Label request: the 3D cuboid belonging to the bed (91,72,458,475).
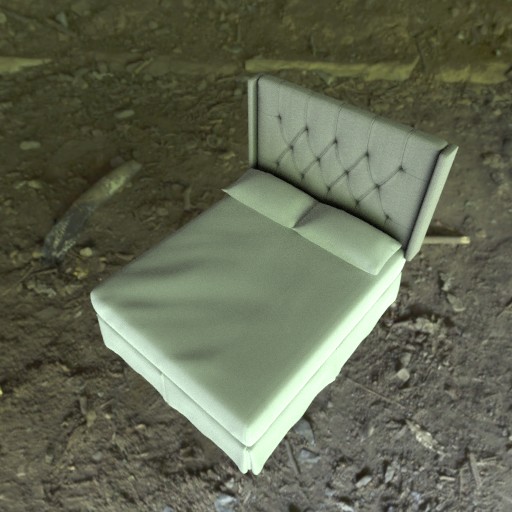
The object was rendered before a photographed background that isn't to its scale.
[{"bbox_3d":[0.000,0.000,3.320,1.719,1.665,2.066,32,54,27],"label":"bed"}]
